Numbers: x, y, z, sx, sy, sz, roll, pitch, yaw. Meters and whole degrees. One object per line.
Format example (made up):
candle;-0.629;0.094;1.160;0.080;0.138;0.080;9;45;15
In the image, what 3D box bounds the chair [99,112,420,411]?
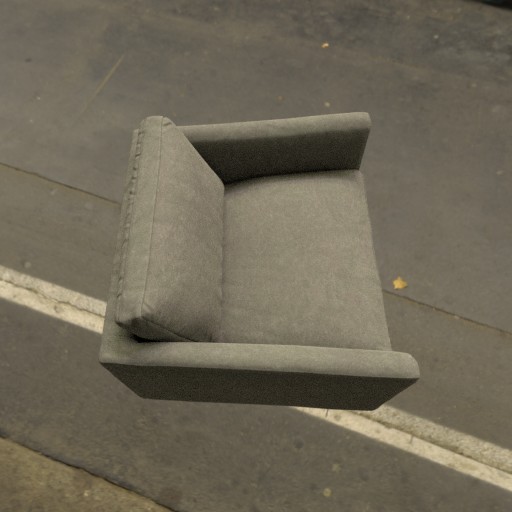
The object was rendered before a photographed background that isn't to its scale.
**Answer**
chair;0.000;0.000;1.911;1.091;0.845;1.190;-1;61;-1
